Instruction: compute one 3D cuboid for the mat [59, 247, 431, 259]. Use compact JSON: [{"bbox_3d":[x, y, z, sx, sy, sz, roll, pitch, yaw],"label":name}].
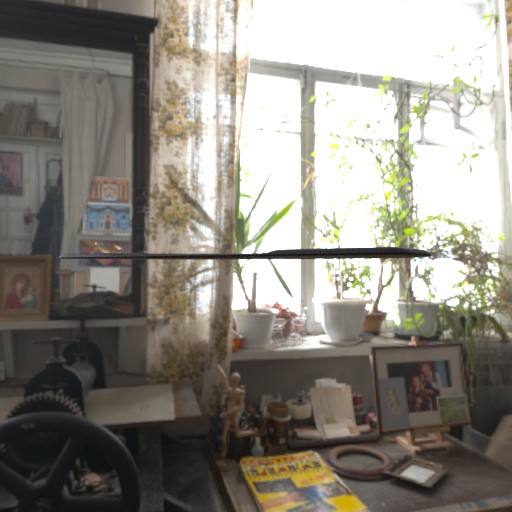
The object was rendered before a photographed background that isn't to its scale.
[{"bbox_3d":[0.000,0.000,1.873,1.525,0.022,0.917,-1,-1,36],"label":"mat"}]
